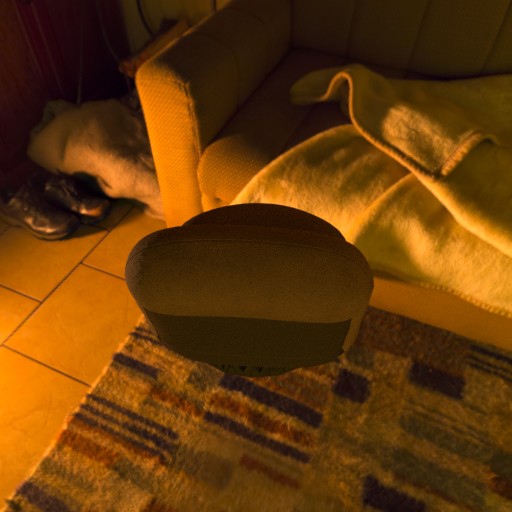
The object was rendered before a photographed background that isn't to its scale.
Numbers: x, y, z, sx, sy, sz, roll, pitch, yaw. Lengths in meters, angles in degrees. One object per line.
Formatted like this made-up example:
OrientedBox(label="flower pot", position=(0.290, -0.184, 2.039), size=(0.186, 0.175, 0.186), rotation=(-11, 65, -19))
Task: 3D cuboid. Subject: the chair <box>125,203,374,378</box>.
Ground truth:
OrientedBox(label="chair", position=(0.000, 0.000, 1.063), size=(0.521, 0.594, 0.597), rotation=(3, 47, 3))
